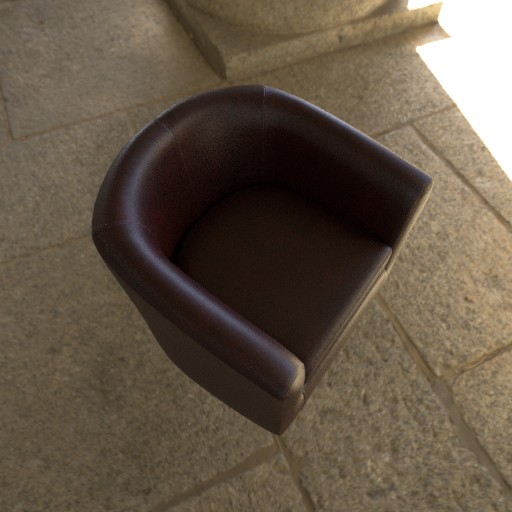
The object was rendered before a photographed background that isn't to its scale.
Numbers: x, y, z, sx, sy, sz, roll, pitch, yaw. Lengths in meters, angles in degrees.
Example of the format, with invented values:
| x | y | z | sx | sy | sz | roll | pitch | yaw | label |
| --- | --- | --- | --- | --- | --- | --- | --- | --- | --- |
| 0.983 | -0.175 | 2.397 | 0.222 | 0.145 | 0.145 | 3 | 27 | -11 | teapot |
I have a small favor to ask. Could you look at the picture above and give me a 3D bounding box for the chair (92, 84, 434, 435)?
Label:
| x | y | z | sx | sy | sz | roll | pitch | yaw | label |
| --- | --- | --- | --- | --- | --- | --- | --- | --- | --- |
| 0.000 | 0.000 | 1.411 | 0.727 | 0.756 | 0.792 | 32 | 62 | 19 | chair |
